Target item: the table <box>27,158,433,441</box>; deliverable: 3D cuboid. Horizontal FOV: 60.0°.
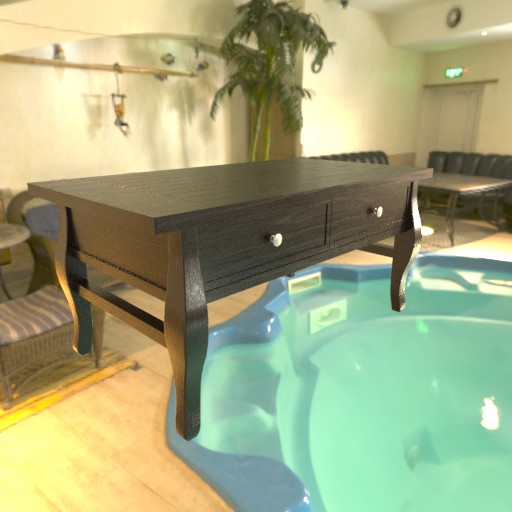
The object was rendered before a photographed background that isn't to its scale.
[{"bbox_3d":[0.000,0.000,1.360,0.600,0.494,1.062,16,24,42],"label":"table"}]
